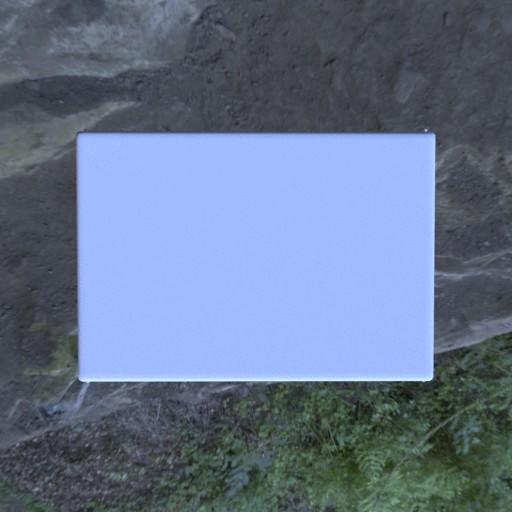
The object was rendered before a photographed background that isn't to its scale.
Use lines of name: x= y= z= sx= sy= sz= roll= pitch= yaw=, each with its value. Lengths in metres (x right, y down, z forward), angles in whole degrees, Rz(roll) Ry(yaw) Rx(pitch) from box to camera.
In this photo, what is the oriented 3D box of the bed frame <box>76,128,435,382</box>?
bed frame: x=0.000 y=0.000 z=2.598 sx=1.945 sy=0.497 sz=1.445 roll=0 pitch=91 yaw=0
